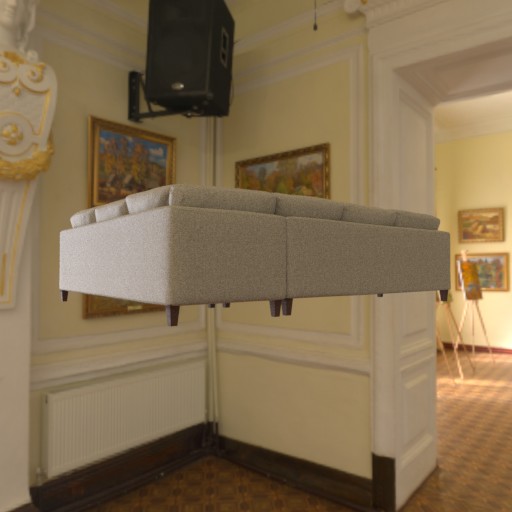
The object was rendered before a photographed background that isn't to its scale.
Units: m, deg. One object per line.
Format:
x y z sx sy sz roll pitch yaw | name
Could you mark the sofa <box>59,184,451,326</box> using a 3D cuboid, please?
0.000 0.000 4.660 3.302 0.947 2.593 1 -2 -38 | sofa
